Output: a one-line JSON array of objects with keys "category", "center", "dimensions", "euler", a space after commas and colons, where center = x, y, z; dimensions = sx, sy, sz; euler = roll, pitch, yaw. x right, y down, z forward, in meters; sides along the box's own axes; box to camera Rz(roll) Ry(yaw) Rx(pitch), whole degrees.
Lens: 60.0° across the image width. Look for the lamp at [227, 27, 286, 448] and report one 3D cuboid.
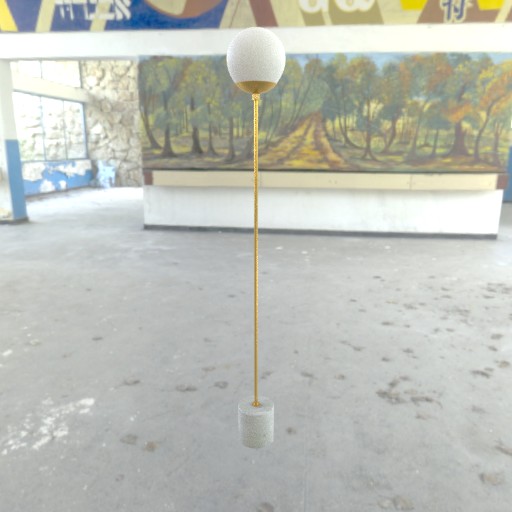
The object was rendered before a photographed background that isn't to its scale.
[{"category": "lamp", "center": [0.000, 0.000, 1.864], "dimensions": [0.224, 1.753, 0.224], "euler": [2, 14, 8]}]
